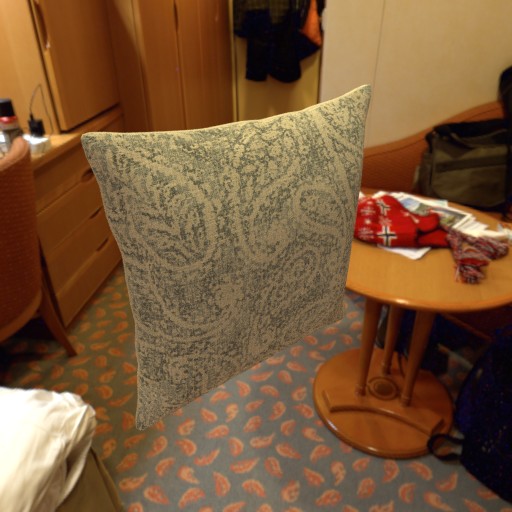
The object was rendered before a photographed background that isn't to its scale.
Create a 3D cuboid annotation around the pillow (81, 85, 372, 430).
[{"bbox_3d":[0.000,0.000,0.773,0.523,0.510,0.166,-22,37,-32],"label":"pillow"}]
